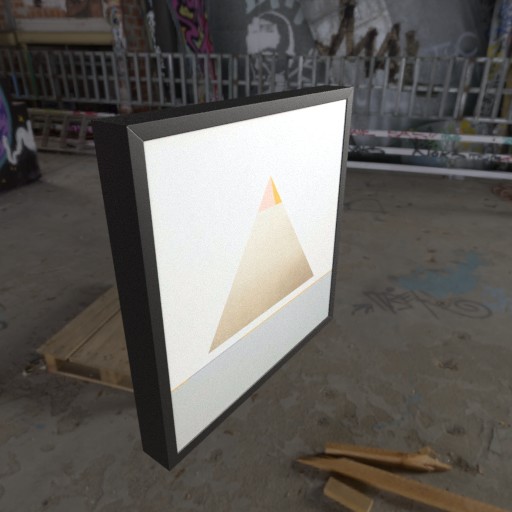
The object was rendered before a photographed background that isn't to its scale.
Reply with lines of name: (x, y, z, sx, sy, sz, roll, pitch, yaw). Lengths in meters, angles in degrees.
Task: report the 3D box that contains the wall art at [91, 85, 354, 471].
wall art: (0.000, 0.000, 0.451, 0.037, 0.303, 0.304, 18, 32, 33)
